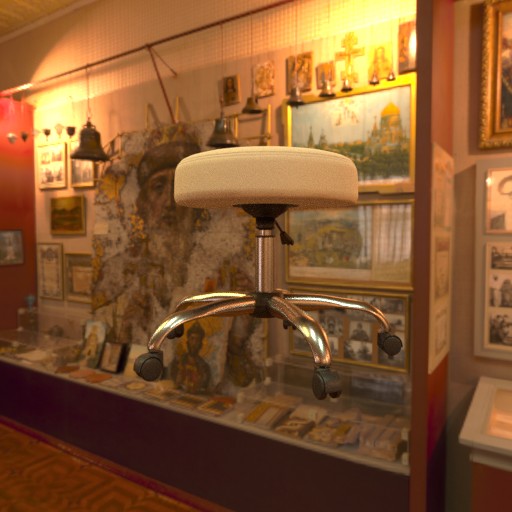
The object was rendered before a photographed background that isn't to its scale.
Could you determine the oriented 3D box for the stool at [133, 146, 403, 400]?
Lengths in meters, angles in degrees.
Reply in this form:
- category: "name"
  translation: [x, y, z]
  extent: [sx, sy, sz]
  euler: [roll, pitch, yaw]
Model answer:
- category: "stool"
  translation: [0.000, 0.000, 1.086]
  extent: [0.614, 0.482, 0.634]
  euler: [2, 3, 35]
